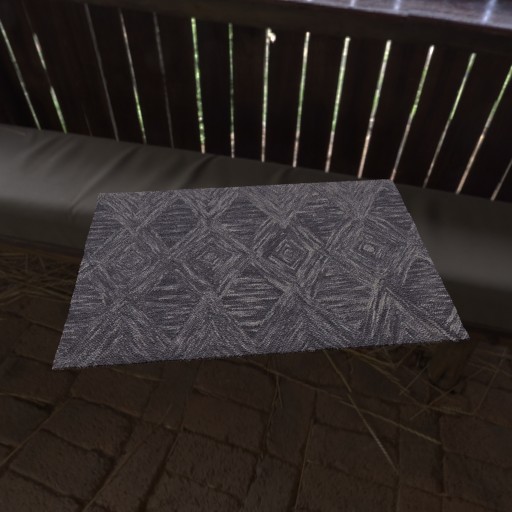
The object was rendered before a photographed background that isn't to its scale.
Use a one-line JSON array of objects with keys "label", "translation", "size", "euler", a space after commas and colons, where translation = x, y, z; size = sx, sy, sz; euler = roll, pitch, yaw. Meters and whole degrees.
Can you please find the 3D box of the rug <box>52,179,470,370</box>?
[{"label": "rug", "translation": [0.000, 0.000, 2.319], "size": [1.814, 0.012, 1.186], "euler": [-3, 46, -3]}]
